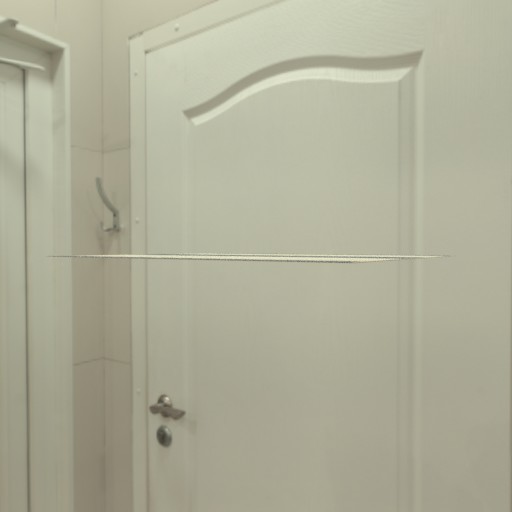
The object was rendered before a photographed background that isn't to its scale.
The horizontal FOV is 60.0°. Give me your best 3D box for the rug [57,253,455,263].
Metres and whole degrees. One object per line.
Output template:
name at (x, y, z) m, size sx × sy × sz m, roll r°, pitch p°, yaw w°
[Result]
rug at (0.000, 0.000, 4.196) m, size 3.037 × 0.004 × 2.453 m, roll 1°, pitch 1°, yaw 36°
